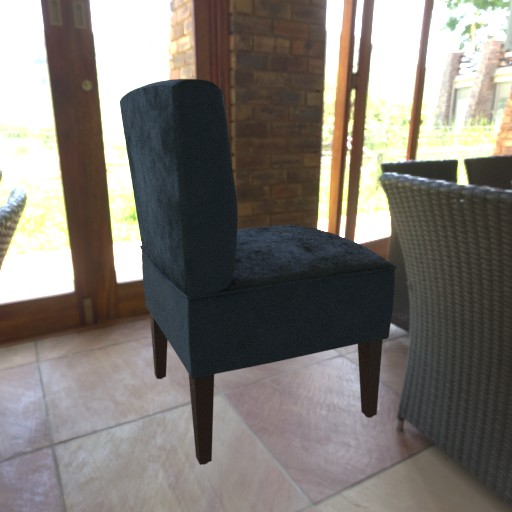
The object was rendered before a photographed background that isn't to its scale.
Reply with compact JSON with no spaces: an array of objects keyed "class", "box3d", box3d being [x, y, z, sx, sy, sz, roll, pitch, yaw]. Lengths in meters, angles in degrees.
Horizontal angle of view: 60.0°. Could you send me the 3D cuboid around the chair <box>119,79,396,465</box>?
[{"class":"chair","box3d":[0.000,0.000,1.140,0.551,0.806,0.521,-8,18,-25]}]
